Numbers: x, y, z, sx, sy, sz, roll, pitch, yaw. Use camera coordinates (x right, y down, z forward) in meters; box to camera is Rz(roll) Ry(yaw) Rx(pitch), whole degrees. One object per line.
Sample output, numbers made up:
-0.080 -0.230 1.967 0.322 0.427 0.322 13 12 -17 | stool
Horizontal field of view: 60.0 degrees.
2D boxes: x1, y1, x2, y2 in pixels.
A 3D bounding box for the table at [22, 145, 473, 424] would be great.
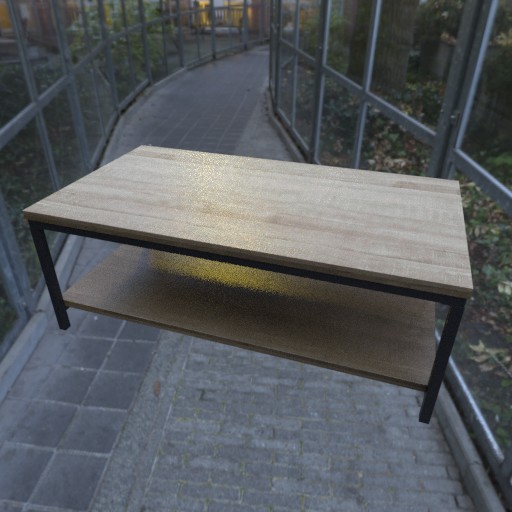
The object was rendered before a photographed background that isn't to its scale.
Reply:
0.000 0.000 1.316 1.062 0.393 0.574 10 33 16 | table
